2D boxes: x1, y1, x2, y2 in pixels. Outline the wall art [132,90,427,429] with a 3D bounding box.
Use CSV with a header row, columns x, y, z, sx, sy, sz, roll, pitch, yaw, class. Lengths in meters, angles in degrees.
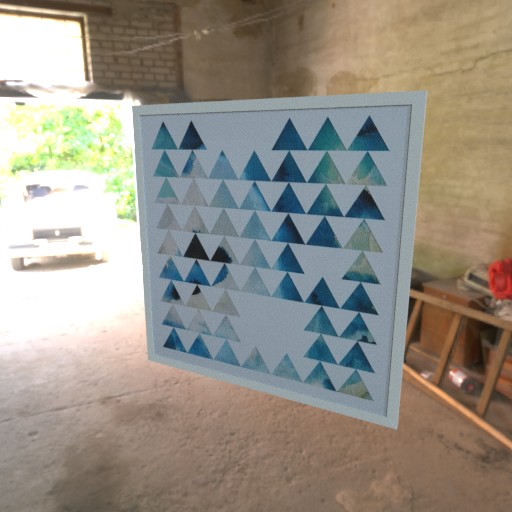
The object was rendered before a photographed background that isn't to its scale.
x,y,z,sx,sy,sz,roll,pitch,yaw,class
0.000,0.000,1.210,0.809,0.809,0.012,7,16,27,wall art
